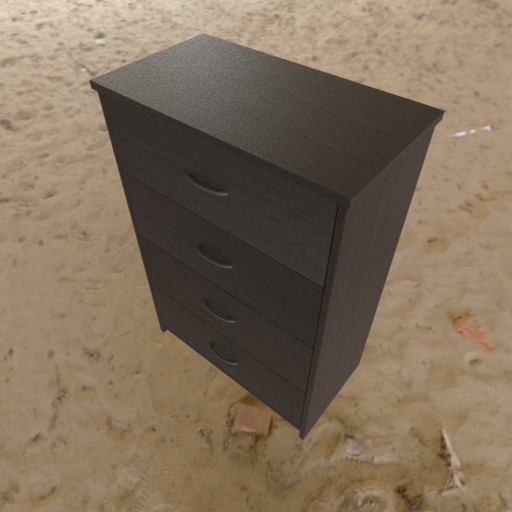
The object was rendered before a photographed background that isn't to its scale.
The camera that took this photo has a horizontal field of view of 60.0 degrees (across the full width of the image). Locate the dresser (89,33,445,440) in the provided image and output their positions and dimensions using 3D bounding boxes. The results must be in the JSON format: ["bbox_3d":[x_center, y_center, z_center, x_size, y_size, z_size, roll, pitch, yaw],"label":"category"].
[{"bbox_3d":[0.000,0.000,1.347,0.704,1.020,0.399,30,53,26],"label":"dresser"}]
